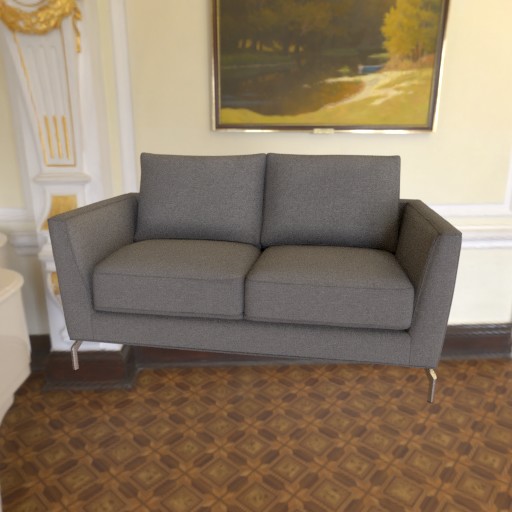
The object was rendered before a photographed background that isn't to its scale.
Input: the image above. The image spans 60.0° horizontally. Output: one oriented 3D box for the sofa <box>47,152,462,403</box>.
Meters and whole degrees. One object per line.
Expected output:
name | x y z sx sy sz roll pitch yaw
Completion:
sofa | 0.000 0.000 2.090 1.594 0.924 0.803 3 16 9
